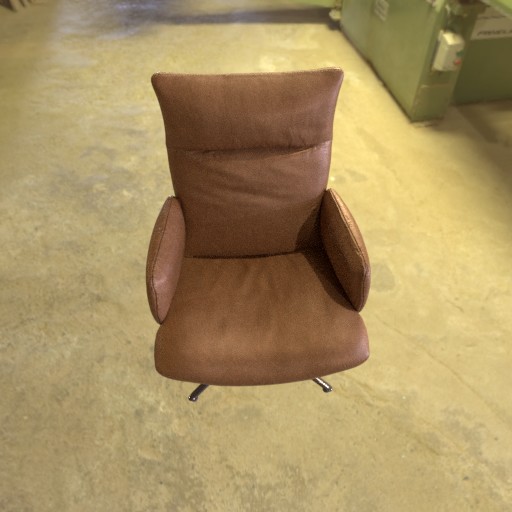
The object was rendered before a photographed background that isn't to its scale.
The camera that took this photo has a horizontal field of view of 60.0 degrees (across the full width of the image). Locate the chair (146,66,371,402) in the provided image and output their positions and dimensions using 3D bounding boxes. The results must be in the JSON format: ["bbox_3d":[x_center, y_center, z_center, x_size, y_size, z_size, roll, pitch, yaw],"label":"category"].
[{"bbox_3d":[0.000,0.000,1.545,0.711,1.027,0.794,-3,46,-3],"label":"chair"}]
